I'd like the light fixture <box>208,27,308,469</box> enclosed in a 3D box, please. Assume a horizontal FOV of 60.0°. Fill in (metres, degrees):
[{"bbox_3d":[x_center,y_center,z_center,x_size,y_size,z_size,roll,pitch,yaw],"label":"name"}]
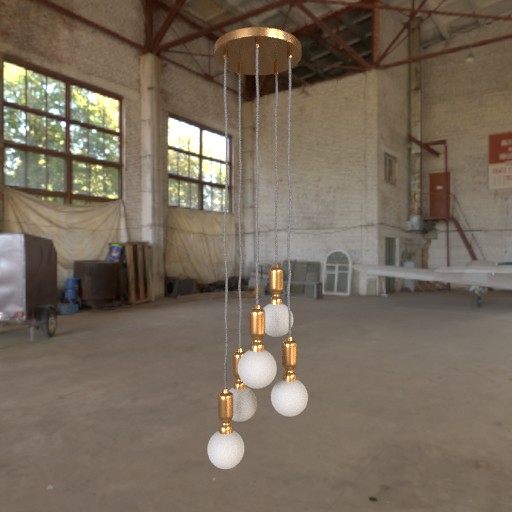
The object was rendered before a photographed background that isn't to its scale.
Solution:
[{"bbox_3d":[0.000,0.000,0.493,0.108,0.457,0.105,0,0,-35],"label":"light fixture"}]
